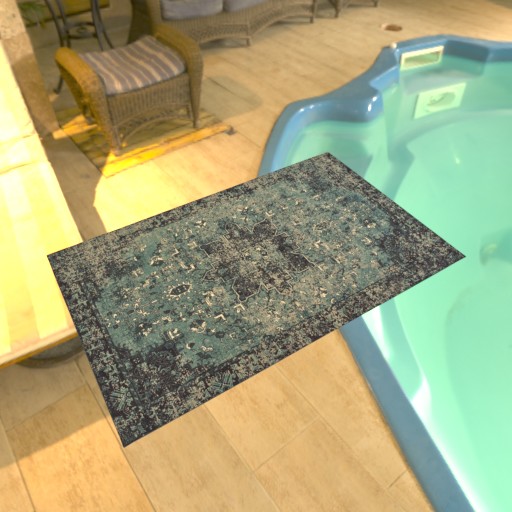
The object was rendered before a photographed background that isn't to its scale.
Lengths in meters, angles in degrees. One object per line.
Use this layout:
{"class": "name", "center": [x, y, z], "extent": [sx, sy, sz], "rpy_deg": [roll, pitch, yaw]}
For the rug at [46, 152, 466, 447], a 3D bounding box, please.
{"class": "rug", "center": [0.000, 0.000, 3.032], "extent": [2.440, 0.007, 1.525], "rpy_deg": [-24, 50, -21]}
